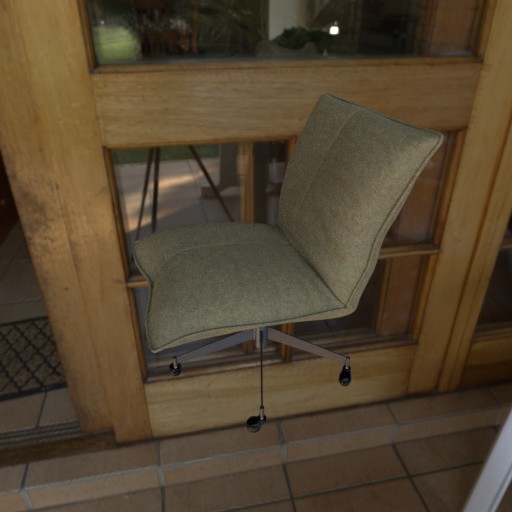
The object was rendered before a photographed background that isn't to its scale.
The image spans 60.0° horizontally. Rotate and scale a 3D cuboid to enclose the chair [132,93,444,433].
[{"bbox_3d":[0.000,0.000,1.309,0.696,0.811,0.597,-9,31,-15],"label":"chair"}]
